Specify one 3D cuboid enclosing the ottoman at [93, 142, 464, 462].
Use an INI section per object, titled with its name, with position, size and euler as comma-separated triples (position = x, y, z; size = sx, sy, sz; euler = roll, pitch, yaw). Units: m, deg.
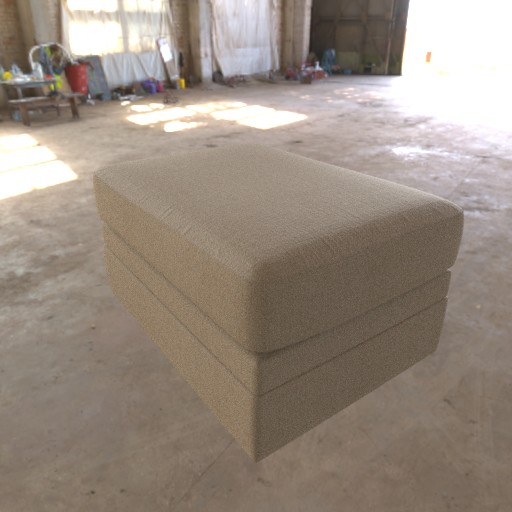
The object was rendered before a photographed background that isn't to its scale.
[ottoman]
position = 0.000, 0.000, 1.255
size = 0.637, 0.478, 0.885
euler = -18, 32, -32
